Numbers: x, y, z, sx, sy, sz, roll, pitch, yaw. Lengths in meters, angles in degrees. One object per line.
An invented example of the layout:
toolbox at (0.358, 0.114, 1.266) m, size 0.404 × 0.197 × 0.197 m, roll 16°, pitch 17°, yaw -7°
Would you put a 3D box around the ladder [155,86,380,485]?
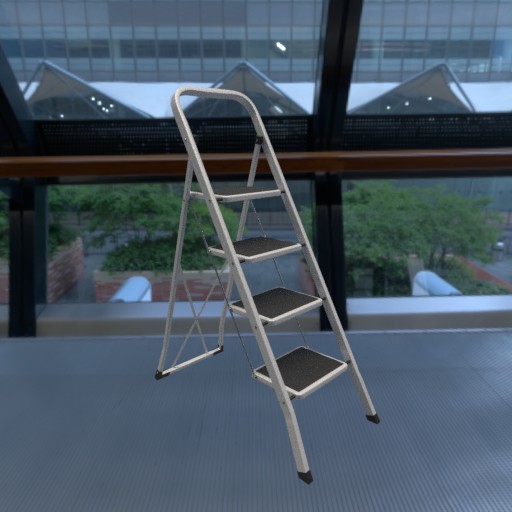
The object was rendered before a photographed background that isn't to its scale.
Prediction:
ladder at (0.000, 0.000, 1.727) m, size 0.914 × 1.265 × 0.460 m, roll 14°, pitch 20°, yaw 42°
